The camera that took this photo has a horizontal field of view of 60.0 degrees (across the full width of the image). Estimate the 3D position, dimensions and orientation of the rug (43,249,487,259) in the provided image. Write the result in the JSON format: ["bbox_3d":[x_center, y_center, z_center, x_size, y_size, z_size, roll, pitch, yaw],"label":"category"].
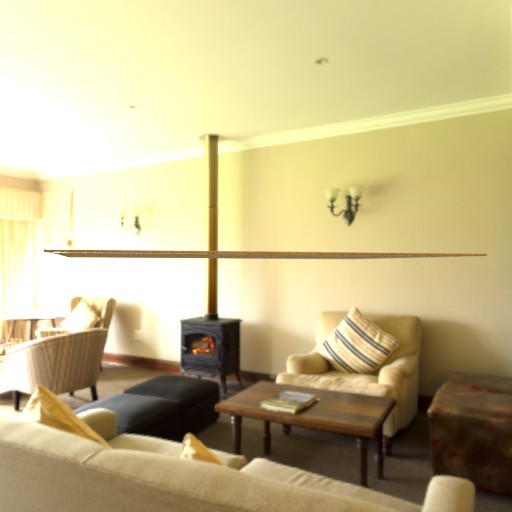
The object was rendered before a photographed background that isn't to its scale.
[{"bbox_3d":[0.000,0.000,3.000,2.438,0.014,1.524,0,-1,-19],"label":"rug"}]
